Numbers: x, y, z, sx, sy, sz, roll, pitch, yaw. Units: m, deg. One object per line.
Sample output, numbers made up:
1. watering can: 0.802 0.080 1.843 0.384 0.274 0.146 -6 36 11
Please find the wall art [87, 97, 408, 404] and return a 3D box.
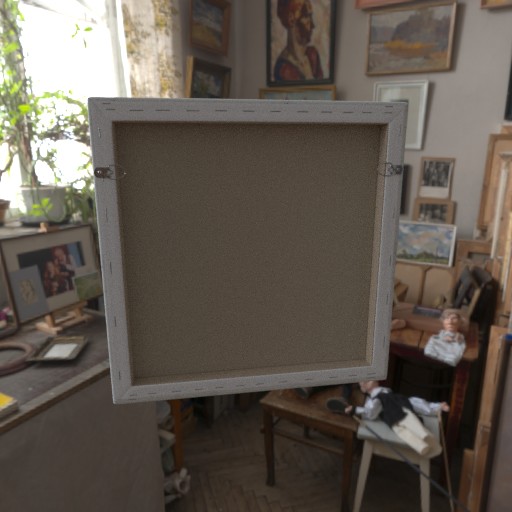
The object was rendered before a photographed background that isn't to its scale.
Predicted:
1. wall art: 0.000 0.000 0.917 0.610 0.611 0.040 -2 14 -9
